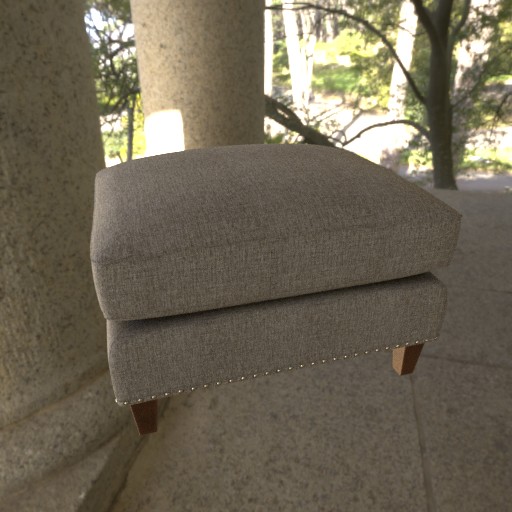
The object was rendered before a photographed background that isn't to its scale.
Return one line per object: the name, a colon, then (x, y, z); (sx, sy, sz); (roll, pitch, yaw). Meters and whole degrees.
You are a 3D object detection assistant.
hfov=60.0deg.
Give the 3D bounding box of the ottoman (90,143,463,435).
ottoman: (0.000, 0.000, 1.133); (0.741, 0.513, 0.584); (-8, 28, -15)
